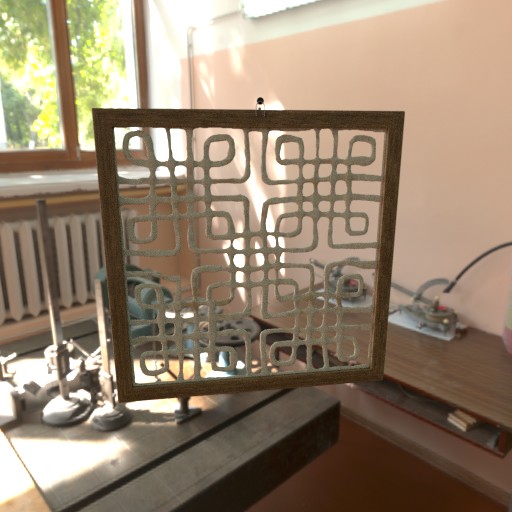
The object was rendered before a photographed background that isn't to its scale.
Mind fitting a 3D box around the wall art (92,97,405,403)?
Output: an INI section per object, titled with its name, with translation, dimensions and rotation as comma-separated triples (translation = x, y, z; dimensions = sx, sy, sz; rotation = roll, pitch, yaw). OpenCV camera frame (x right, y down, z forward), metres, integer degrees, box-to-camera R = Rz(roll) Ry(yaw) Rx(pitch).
[wall art]
translation = 0.000, 0.000, 0.861
dimensions = 0.561, 0.582, 0.021
rotation = -2, 15, -9
